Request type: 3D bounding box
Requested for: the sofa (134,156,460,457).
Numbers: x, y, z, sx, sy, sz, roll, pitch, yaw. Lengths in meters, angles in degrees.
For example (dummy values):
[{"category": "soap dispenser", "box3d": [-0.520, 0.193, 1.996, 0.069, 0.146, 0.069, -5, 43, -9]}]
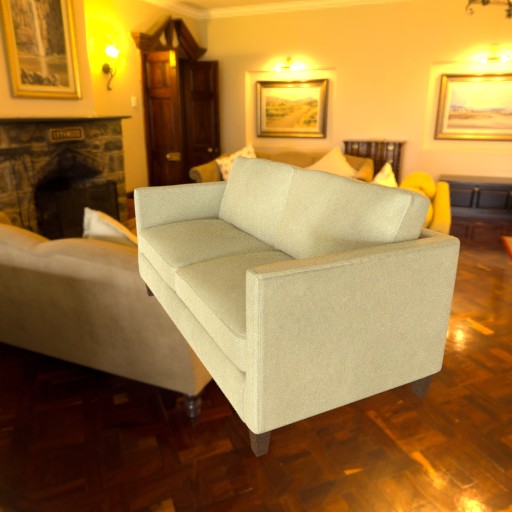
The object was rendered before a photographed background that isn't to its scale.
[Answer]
[{"category": "sofa", "box3d": [0.000, 0.000, 2.414, 0.950, 0.940, 1.846, -9, 20, -25]}]
